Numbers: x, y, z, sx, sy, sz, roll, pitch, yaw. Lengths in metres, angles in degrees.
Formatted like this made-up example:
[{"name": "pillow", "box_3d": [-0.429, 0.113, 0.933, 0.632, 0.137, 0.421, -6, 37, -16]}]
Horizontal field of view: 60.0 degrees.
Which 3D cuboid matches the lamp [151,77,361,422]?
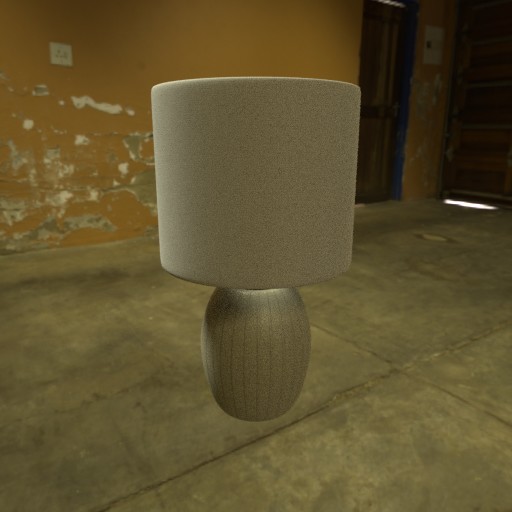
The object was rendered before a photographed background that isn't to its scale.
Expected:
[{"name": "lamp", "box_3d": [0.000, 0.000, 0.780, 0.329, 0.570, 0.329, 3, 15, 10]}]
